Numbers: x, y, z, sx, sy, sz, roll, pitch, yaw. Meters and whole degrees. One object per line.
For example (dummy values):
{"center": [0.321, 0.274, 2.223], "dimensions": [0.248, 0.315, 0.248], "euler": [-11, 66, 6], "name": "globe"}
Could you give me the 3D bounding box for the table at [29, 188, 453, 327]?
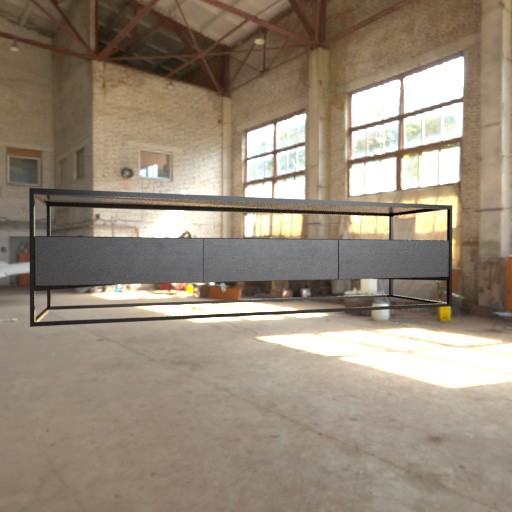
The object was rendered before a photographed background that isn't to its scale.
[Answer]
{"center": [0.000, 0.000, 1.679], "dimensions": [1.486, 0.395, 0.399], "euler": [0, 1, -18], "name": "table"}
